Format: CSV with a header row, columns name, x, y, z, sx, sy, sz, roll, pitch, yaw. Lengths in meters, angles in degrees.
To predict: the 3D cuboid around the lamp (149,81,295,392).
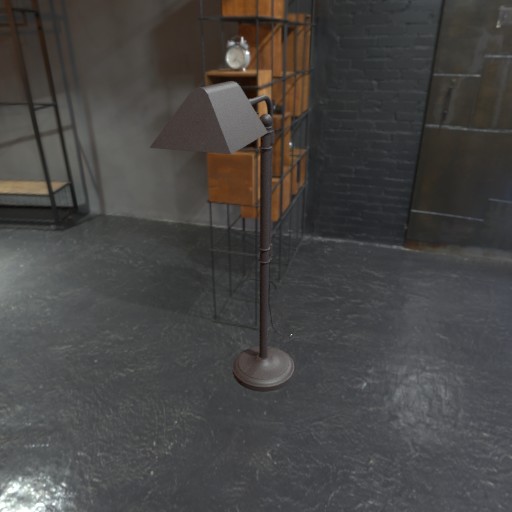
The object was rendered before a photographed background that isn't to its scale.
name,x,y,z,sx,sy,sz,roll,pitch,yaw
lamp,0.000,0.000,0.939,0.159,0.708,0.545,9,27,17
